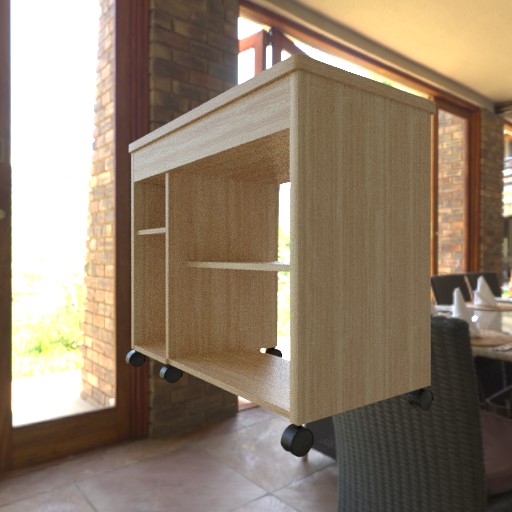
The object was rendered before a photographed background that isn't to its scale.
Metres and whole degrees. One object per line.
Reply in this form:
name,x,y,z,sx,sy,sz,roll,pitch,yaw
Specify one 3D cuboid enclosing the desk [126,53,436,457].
desk,0.000,0.000,1.326,0.480,0.770,0.884,0,0,-36
